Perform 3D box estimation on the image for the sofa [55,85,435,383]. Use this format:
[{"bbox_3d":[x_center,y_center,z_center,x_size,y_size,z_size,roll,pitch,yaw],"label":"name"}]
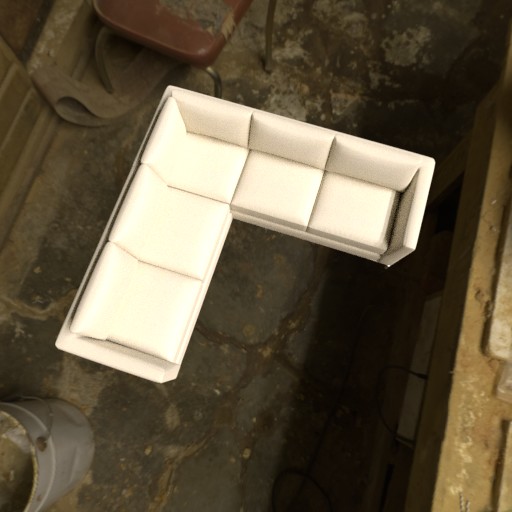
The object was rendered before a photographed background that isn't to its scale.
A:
[{"bbox_3d":[0.000,0.000,3.785,2.448,0.867,2.430,17,75,5],"label":"sofa"}]
